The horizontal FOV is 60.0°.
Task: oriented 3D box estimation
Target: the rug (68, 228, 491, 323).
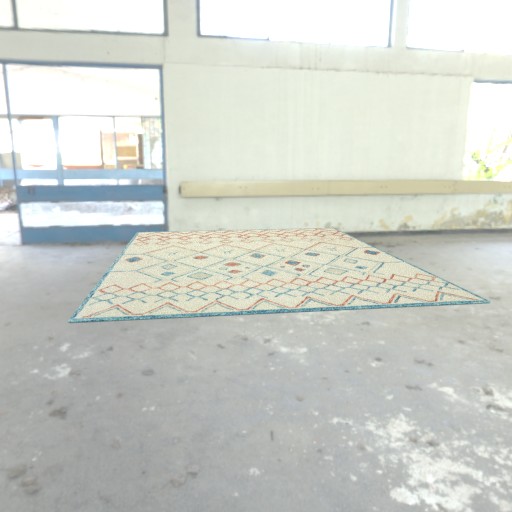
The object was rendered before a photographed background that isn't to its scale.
[{"bbox_3d":[0.000,0.000,3.982,2.441,0.016,3.050,-2,12,-8],"label":"rug"}]
